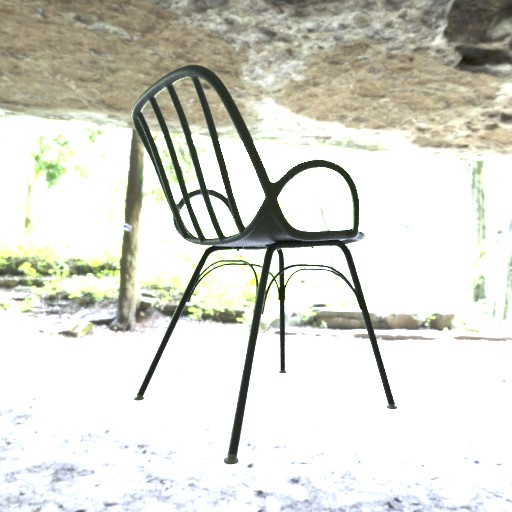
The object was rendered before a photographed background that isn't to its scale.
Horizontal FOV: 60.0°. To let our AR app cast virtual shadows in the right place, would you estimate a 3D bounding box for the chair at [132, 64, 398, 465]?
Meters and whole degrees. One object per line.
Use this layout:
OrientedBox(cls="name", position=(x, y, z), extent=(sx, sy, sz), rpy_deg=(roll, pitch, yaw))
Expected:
OrientedBox(cls="chair", position=(0.000, 0.000, 1.211), extent=(0.597, 0.816, 0.549), rpy_deg=(0, -1, -36))
